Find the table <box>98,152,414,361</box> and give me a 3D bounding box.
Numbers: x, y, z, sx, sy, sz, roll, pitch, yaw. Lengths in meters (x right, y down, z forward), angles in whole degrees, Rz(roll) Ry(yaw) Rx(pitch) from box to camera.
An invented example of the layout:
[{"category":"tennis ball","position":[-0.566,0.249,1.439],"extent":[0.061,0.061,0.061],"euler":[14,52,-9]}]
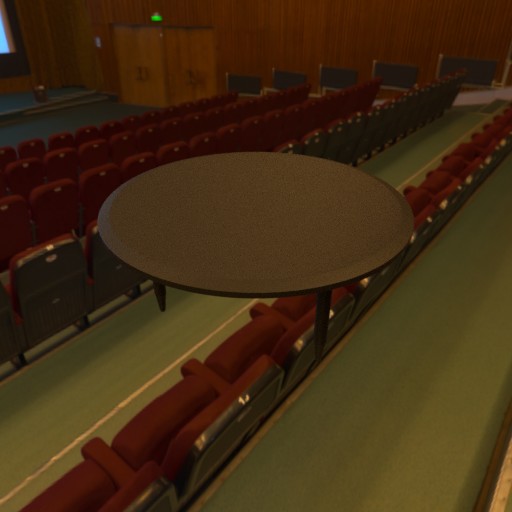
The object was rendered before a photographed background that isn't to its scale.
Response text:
[{"category":"table","position":[0.000,0.000,1.416],"extent":[0.900,0.400,0.900],"euler":[0,32,0]}]
